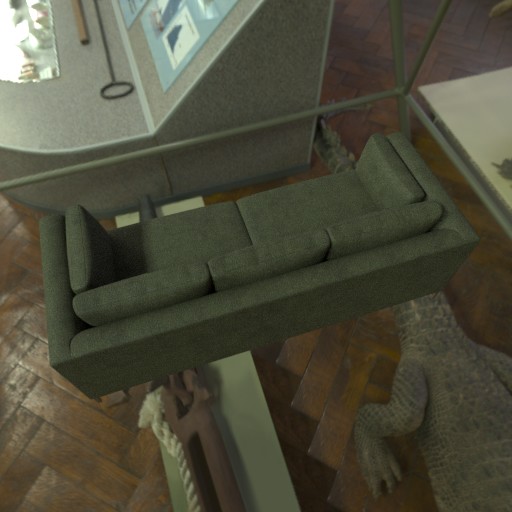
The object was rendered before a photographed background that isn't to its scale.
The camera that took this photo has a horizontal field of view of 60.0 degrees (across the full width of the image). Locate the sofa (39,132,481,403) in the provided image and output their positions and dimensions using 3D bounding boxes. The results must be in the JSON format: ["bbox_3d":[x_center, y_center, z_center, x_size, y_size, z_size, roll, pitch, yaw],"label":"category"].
[{"bbox_3d":[0.000,0.000,2.850,2.415,0.867,0.969,-15,59,-10],"label":"sofa"}]
